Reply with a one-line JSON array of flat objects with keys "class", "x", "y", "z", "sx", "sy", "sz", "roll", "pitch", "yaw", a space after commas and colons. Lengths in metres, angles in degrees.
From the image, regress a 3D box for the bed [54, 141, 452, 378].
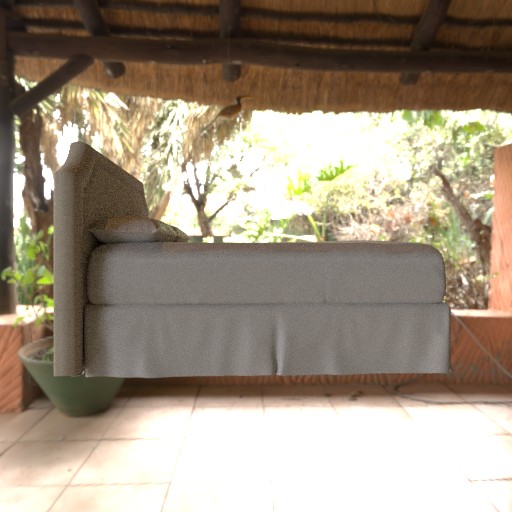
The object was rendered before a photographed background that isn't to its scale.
[{"class": "bed", "x": 0.000, "y": 0.000, "z": 3.198, "sx": 2.164, "sy": 1.297, "sz": 1.828, "roll": 0, "pitch": 1, "yaw": -2}]
